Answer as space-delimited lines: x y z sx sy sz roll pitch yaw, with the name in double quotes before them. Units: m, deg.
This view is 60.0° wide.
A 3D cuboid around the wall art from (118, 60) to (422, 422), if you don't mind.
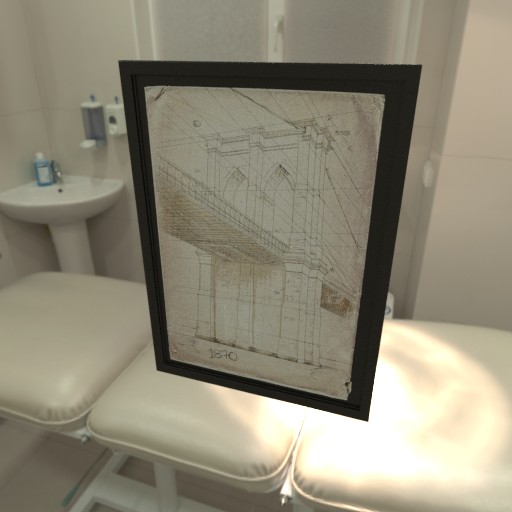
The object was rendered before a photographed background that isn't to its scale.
"wall art" 0.000 0.000 0.819 0.480 0.657 0.016 8 27 17
